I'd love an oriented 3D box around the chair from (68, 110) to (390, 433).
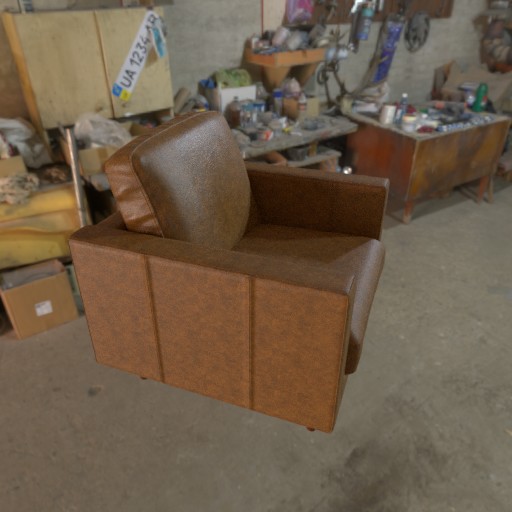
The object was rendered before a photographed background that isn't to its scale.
[{"bbox_3d":[0.000,0.000,1.679,0.909,0.956,0.890,11,32,18],"label":"chair"}]
